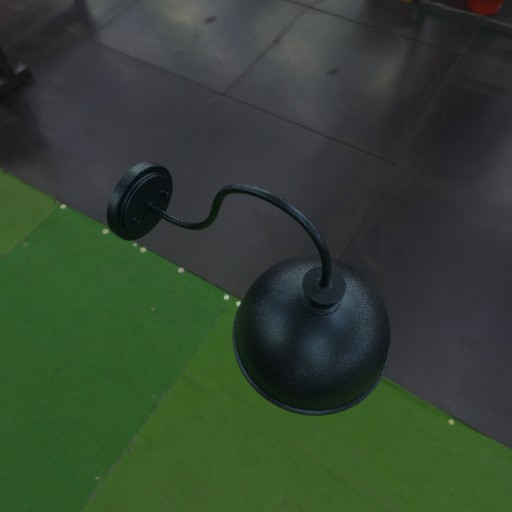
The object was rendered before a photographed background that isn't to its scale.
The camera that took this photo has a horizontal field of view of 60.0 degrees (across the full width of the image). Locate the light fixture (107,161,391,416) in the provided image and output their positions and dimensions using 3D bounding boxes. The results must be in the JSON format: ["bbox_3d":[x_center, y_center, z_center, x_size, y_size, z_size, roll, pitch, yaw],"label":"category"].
[{"bbox_3d":[0.000,0.000,0.629,0.467,0.295,0.253,30,62,17],"label":"light fixture"}]
